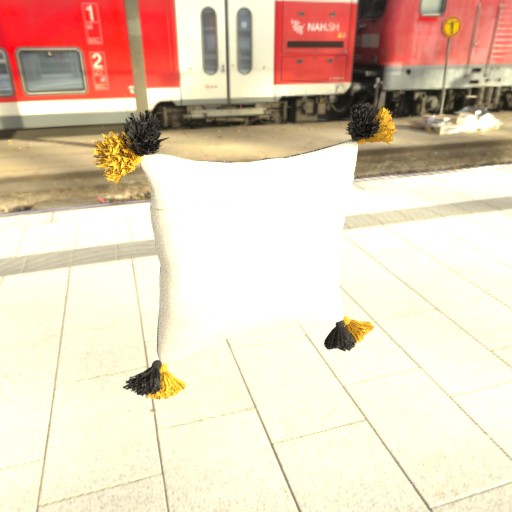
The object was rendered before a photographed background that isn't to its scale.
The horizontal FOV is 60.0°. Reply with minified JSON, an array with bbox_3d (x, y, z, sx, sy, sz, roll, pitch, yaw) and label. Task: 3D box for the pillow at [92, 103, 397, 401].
[{"bbox_3d":[0.000,0.000,0.998,0.654,0.659,0.139,-9,27,-18],"label":"pillow"}]
